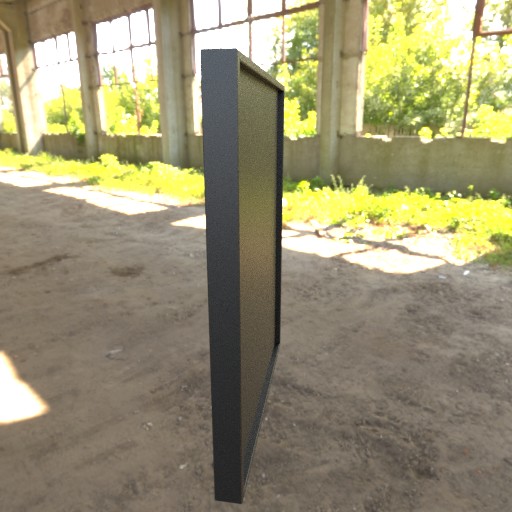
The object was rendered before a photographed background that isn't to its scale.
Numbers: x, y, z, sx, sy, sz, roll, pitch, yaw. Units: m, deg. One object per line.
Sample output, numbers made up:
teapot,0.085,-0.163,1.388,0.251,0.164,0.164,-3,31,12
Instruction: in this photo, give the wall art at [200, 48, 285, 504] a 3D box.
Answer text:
wall art,0.000,0.000,0.725,0.039,0.555,0.449,3,17,9
